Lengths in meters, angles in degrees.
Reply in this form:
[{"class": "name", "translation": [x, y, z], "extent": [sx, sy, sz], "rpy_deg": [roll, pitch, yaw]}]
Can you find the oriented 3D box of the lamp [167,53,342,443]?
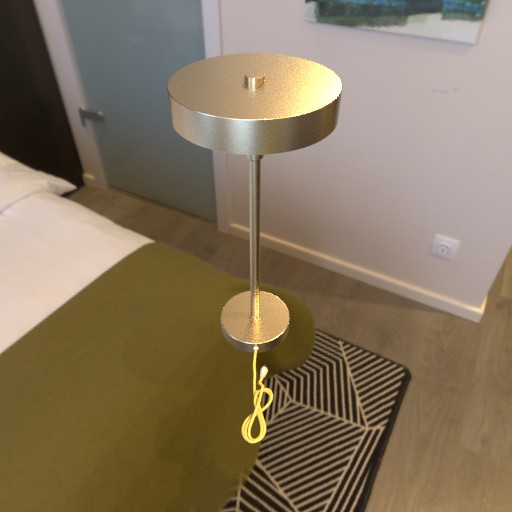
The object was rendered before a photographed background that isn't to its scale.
[{"class": "lamp", "translation": [0.000, 0.000, 0.694], "extent": [0.229, 0.508, 0.369], "rpy_deg": [-1, 42, -1]}]
